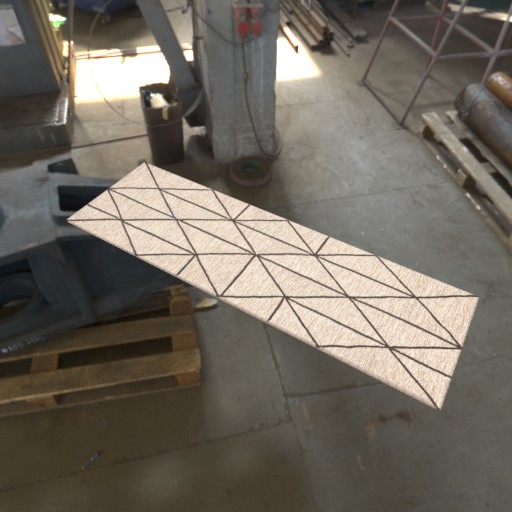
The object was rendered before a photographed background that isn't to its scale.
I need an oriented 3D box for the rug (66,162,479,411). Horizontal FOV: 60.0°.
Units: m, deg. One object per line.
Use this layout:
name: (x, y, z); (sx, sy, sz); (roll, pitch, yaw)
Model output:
rug: (0.000, 0.000, 2.670); (2.438, 0.012, 0.762); (24, 51, 21)
